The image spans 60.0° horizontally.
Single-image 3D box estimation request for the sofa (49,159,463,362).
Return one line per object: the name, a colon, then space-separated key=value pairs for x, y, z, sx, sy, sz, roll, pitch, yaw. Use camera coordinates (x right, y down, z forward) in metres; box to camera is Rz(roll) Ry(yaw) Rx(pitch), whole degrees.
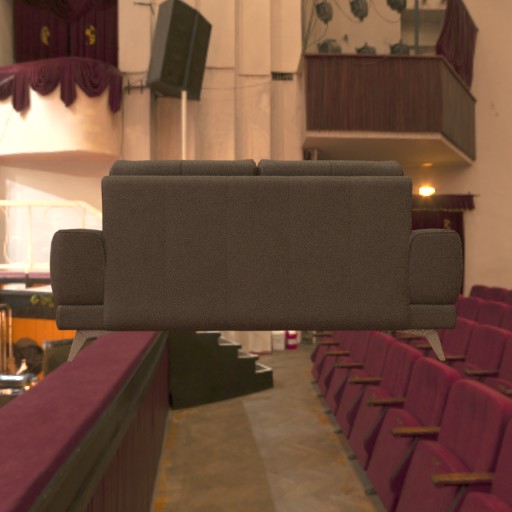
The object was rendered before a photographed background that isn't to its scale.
sofa: x=0.000 y=0.000 z=2.382 sx=1.806 sy=0.907 sz=1.018 roll=0 pitch=0 yaw=-1
